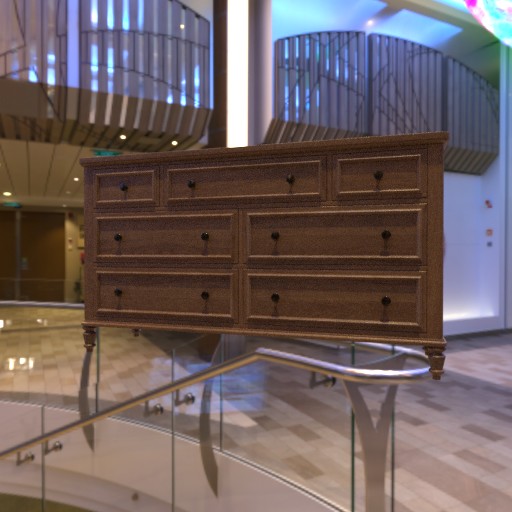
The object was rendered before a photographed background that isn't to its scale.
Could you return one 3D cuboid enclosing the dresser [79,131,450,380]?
[{"bbox_3d":[0.000,0.000,2.023,1.583,0.892,0.468,0,1,17],"label":"dresser"}]
